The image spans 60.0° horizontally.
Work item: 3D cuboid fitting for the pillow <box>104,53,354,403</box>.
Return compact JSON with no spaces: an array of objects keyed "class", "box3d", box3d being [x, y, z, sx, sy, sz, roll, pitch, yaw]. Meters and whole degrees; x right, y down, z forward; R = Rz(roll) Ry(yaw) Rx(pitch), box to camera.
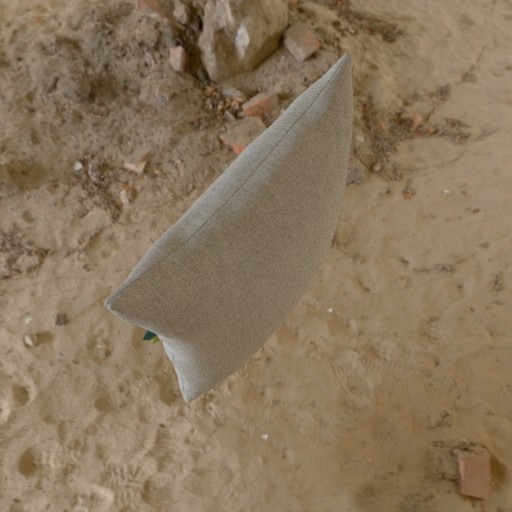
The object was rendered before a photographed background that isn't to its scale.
[{"class":"pillow","box3d":[0.000,0.000,0.676,0.173,0.436,0.433,33,67,16]}]
